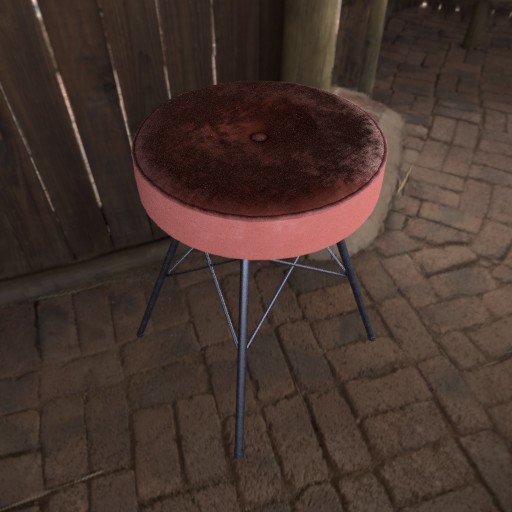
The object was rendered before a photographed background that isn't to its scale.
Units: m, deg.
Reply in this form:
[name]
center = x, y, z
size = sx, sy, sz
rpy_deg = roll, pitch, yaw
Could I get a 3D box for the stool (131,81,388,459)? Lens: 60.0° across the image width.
[stool]
center = 0.000, 0.000, 0.918
size = 0.457, 0.593, 0.421
rpy_deg = -32, 54, -27
